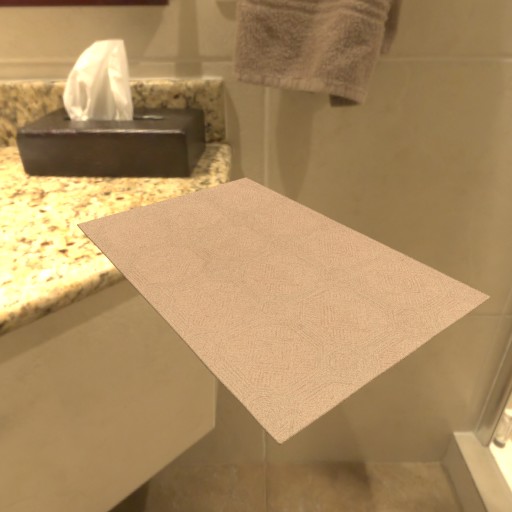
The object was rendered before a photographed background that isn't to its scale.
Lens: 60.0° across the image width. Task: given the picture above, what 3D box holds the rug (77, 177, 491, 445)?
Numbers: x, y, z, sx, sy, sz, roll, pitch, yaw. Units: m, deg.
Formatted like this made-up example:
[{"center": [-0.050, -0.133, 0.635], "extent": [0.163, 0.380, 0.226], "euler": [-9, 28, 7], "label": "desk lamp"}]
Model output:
[{"center": [0.000, 0.000, 2.276], "extent": [1.236, 0.009, 1.839], "euler": [-22, 37, -31], "label": "rug"}]
